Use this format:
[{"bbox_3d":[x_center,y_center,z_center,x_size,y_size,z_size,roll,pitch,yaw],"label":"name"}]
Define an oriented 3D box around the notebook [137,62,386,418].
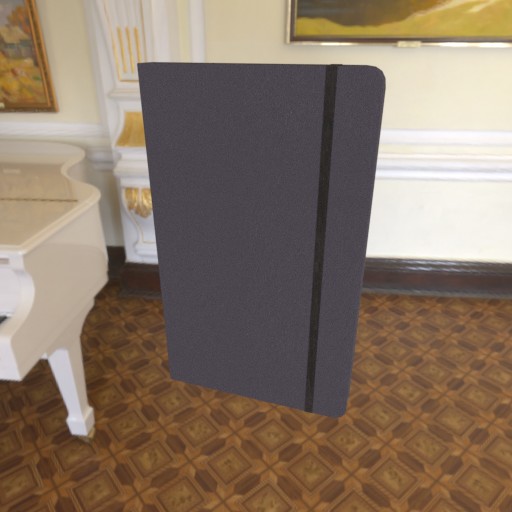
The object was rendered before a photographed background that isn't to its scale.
[{"bbox_3d":[0.000,0.000,0.267,0.127,0.213,0.016,8,27,16],"label":"notebook"}]
